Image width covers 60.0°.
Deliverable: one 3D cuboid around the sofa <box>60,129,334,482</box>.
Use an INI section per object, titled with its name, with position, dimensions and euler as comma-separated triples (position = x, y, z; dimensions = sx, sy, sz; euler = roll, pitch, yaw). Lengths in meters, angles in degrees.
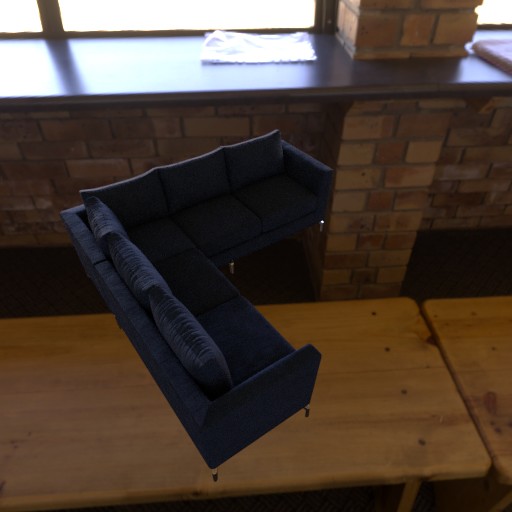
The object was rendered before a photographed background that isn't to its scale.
[sofa]
position = 0.000, 0.000, 3.801
dimensions = 2.463, 0.988, 2.472
euler = -25, 46, -26
